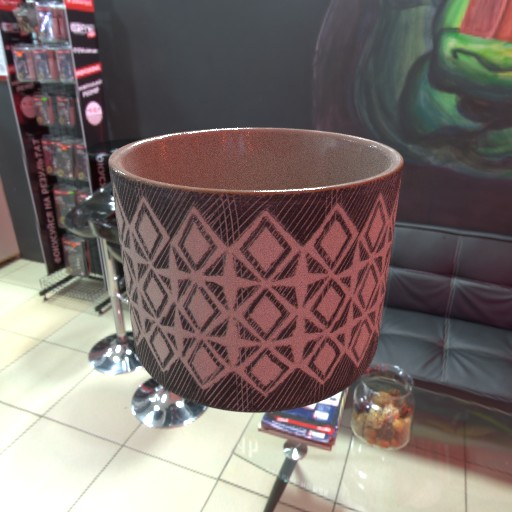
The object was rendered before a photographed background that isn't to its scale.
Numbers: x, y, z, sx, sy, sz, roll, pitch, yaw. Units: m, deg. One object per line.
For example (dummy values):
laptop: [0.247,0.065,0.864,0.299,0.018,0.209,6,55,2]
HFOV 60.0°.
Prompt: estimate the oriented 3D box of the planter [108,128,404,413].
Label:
planter: [0.000,0.000,0.220,0.126,0.104,0.126,0,25,0]
